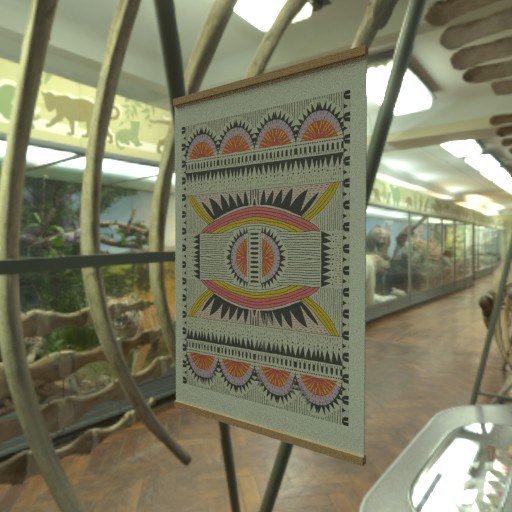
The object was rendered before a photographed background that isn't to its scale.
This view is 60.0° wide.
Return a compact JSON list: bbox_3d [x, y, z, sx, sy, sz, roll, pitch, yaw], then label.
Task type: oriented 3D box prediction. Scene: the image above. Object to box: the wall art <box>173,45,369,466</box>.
[{"bbox_3d":[0.000,0.000,1.919,0.999,1.533,0.028,1,2,37],"label":"wall art"}]
